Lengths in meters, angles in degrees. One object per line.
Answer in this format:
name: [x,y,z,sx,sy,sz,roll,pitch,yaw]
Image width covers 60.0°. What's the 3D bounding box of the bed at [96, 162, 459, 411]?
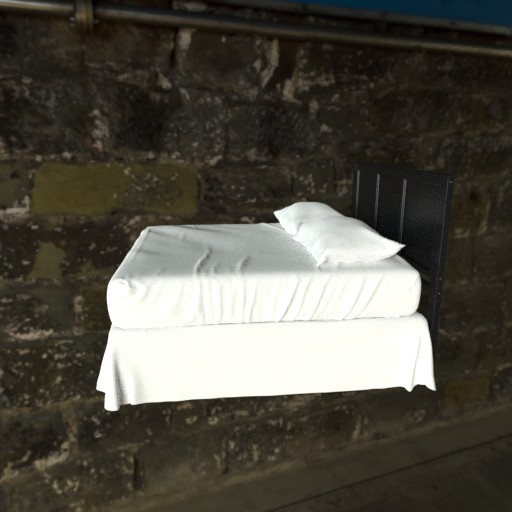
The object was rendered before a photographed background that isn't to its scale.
bed: [0.000,0.000,3.247,2.050,1.270,1.870,-2,15,-6]
